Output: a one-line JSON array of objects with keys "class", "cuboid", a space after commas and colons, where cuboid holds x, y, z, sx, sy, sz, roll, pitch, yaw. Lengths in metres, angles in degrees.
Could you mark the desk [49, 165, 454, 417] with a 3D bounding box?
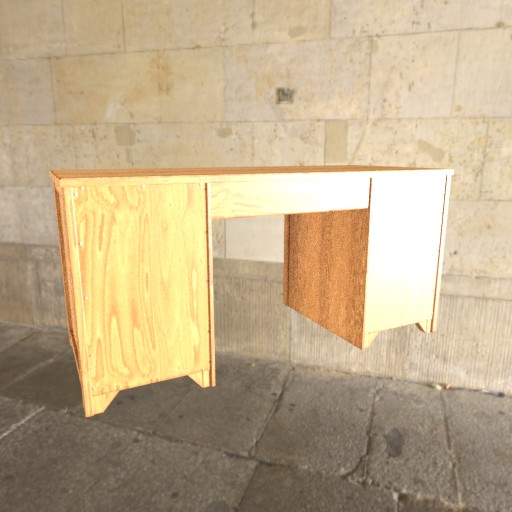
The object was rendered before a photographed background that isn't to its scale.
[{"class": "desk", "cuboid": [0.000, 0.000, 1.957, 1.567, 0.751, 0.685, -7, 15, -26]}]
